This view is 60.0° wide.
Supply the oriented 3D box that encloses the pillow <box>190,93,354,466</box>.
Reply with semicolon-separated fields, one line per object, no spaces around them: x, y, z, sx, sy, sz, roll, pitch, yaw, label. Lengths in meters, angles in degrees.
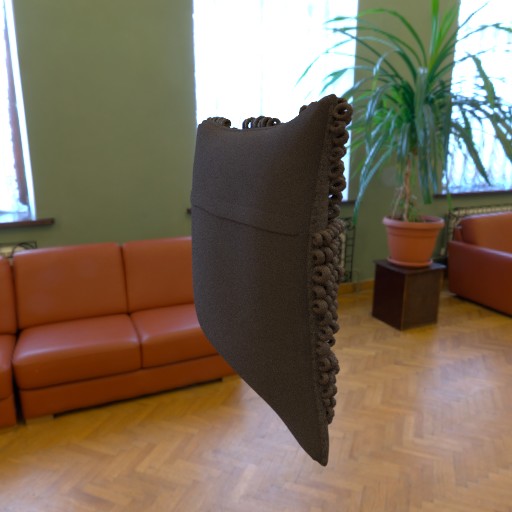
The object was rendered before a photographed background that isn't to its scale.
0.000;0.000;0.736;0.172;0.467;0.470;-7;15;-25;pillow
